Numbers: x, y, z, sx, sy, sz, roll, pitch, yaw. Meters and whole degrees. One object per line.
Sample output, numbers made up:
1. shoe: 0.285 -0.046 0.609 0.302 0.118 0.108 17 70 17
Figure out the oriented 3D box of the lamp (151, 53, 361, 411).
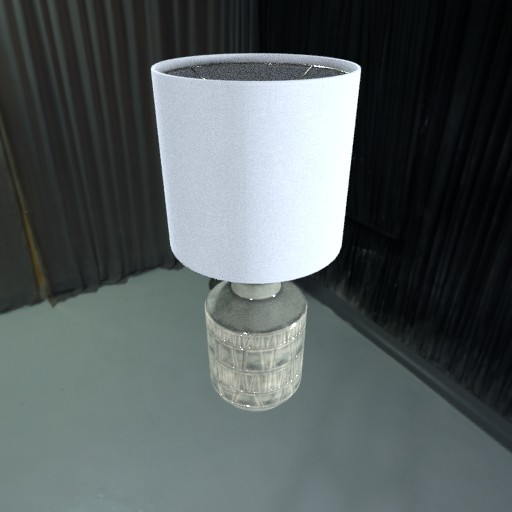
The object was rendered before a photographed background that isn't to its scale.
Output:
1. lamp: 0.000 0.000 0.569 0.211 0.455 0.211 -19 35 -30
